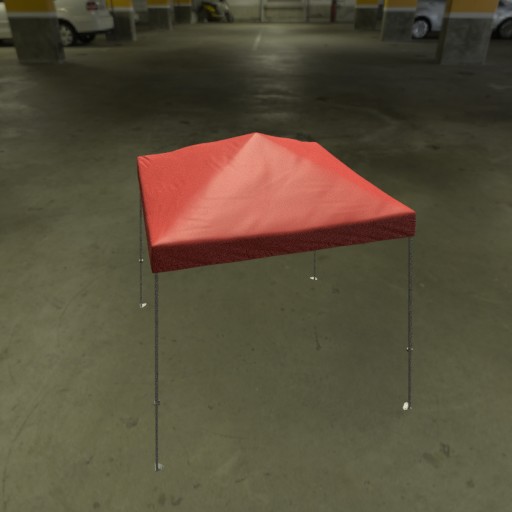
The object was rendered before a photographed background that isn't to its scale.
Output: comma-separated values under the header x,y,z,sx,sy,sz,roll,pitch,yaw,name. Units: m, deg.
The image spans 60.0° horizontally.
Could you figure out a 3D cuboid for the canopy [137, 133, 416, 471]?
x,y,z,sx,sy,sz,roll,pitch,yaw,name
0.000,0.000,5.147,2.848,2.849,2.849,-8,31,-14,canopy
